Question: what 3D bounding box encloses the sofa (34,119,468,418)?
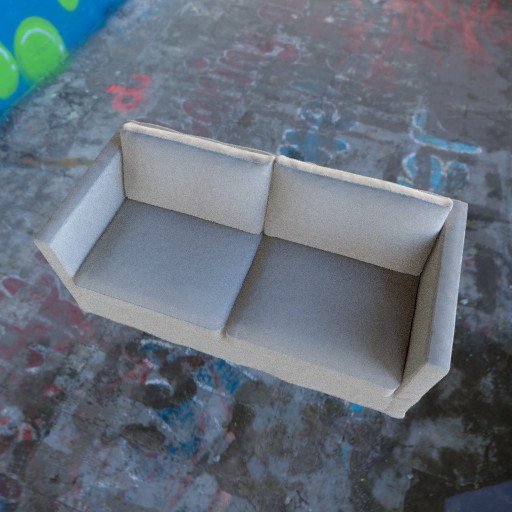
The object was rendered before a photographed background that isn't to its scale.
[{"bbox_3d":[0.000,0.000,2.379,1.959,0.835,0.962,16,58,11],"label":"sofa"}]
